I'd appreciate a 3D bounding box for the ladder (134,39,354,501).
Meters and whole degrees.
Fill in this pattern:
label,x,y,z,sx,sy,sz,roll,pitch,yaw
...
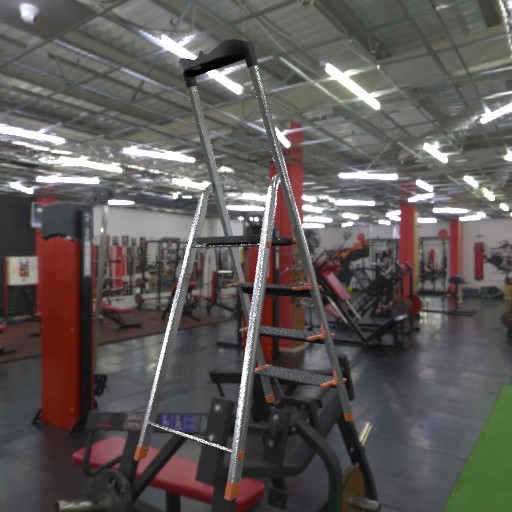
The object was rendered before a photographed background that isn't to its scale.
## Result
label,x,y,z,sx,sy,sz,roll,pitch,yaw
ladder,0.000,0.000,1.756,0.452,1.429,0.834,0,-1,37
